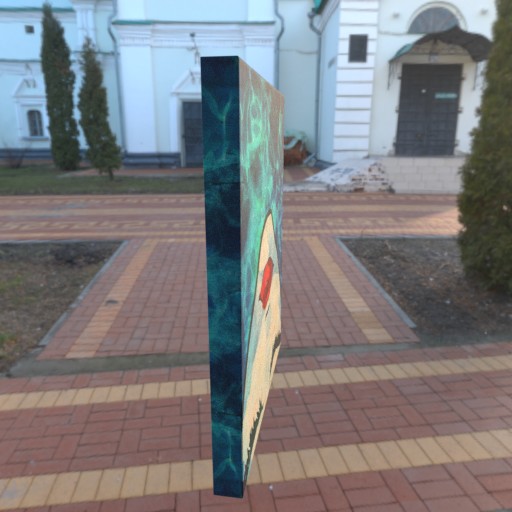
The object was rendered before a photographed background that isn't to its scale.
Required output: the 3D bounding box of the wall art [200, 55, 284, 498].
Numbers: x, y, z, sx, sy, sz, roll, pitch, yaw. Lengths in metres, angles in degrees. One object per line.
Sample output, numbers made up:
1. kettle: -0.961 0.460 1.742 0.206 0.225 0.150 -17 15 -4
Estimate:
1. wall art: 0.000 0.000 0.692 0.038 0.508 0.432 2 15 9
